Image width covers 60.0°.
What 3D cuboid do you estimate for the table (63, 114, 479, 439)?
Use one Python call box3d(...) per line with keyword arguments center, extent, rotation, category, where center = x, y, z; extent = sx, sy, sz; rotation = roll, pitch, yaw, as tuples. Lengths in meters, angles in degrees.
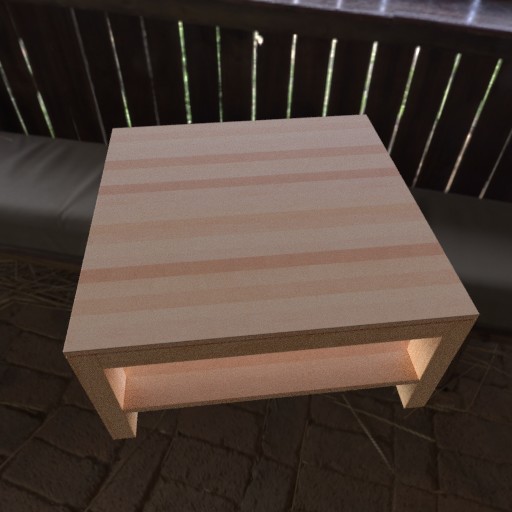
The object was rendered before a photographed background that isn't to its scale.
box3d(center=(0.000, 0.000, 1.421), extent=(0.900, 0.450, 0.900), rotation=(-4, 46, -4), category="table")
